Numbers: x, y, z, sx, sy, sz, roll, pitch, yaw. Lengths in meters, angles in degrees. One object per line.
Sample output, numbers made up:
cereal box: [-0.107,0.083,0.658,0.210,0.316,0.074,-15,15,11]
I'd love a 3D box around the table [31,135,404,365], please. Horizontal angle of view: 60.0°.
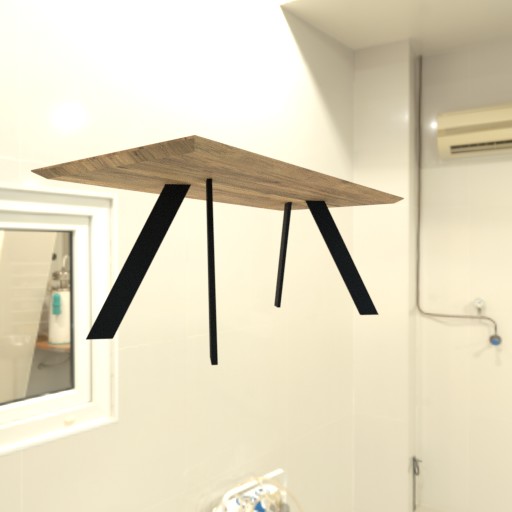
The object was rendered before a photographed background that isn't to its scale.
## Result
table: [0.000,0.000,2.472,1.000,0.770,2.000,0,1,36]
